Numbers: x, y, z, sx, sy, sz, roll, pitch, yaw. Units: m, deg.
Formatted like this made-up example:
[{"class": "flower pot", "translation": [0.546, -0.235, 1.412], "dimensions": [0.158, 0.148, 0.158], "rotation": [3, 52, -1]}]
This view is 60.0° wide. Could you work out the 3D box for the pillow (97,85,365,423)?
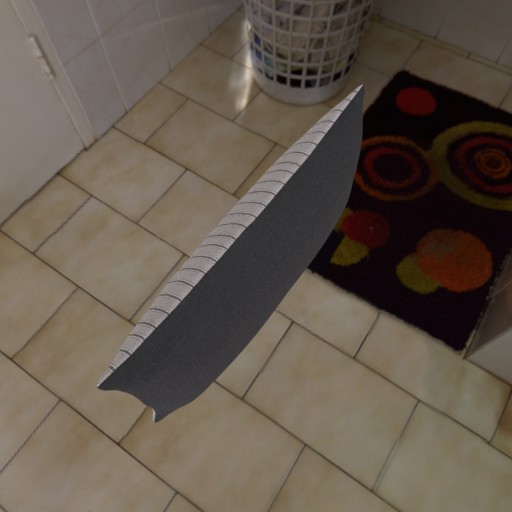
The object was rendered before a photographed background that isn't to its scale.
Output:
[{"class": "pillow", "translation": [0.000, 0.000, 0.748], "dimensions": [0.151, 0.305, 0.609], "rotation": [33, 68, 15]}]
